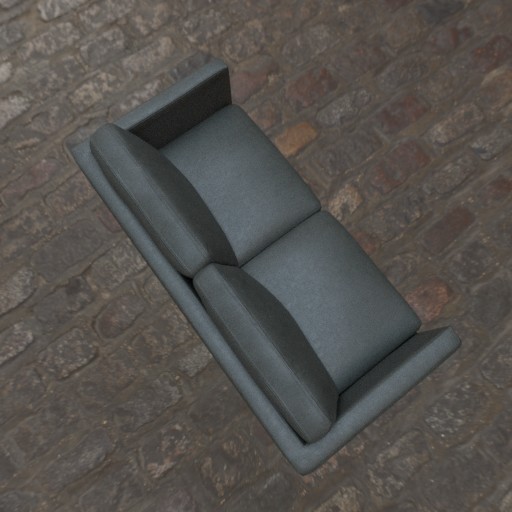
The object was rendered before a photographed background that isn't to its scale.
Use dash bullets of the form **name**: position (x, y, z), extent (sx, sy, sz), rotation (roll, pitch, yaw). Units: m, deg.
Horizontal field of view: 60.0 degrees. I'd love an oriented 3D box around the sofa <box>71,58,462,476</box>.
- **sofa**: position (0.000, 0.000, 2.350), extent (0.951, 0.933, 1.883), rotation (-36, 78, -9)
